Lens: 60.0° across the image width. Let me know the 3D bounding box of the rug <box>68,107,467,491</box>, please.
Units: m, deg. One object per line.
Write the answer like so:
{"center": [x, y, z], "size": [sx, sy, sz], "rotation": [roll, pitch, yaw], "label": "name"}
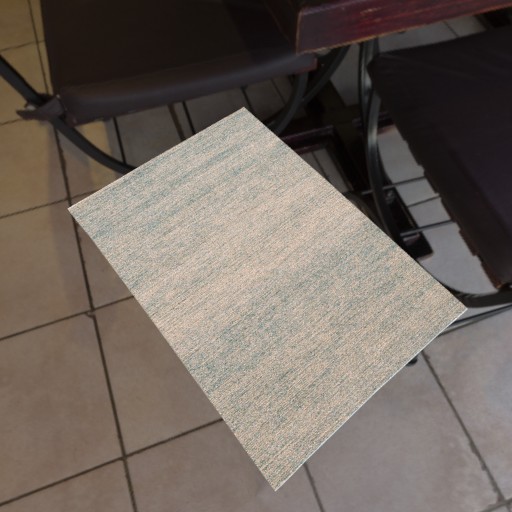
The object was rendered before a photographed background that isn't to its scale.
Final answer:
{"center": [0.000, 0.000, 2.987], "size": [1.613, 0.030, 2.306], "rotation": [-35, 67, -17], "label": "rug"}
